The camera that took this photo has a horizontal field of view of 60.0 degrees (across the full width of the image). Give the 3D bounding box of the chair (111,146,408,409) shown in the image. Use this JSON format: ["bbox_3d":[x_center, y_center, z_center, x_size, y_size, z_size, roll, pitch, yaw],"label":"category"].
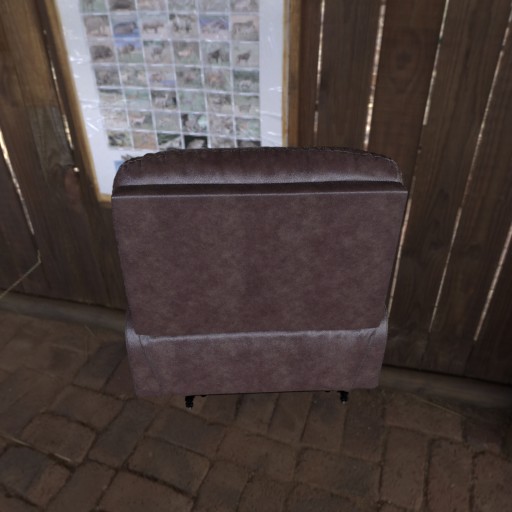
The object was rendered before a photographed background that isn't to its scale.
[{"bbox_3d":[0.000,0.000,1.751,0.940,1.041,0.879,-1,31,-2],"label":"chair"}]
